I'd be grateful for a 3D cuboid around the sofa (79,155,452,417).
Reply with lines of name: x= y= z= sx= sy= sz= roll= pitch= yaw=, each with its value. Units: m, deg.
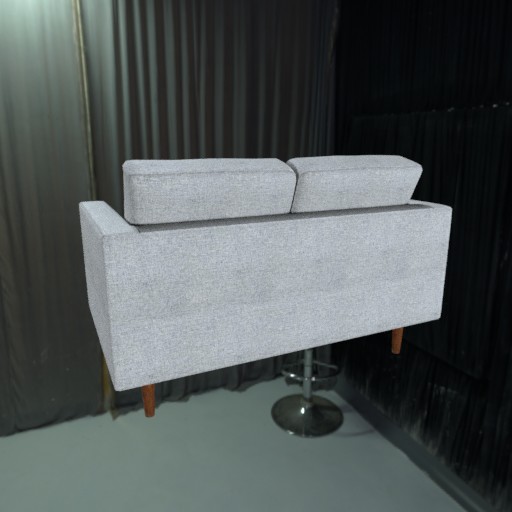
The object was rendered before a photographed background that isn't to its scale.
sofa: x=0.000 y=0.000 z=2.184 sx=1.527 sy=0.973 sz=0.969 roll=-7 pitch=16 yaw=-25
